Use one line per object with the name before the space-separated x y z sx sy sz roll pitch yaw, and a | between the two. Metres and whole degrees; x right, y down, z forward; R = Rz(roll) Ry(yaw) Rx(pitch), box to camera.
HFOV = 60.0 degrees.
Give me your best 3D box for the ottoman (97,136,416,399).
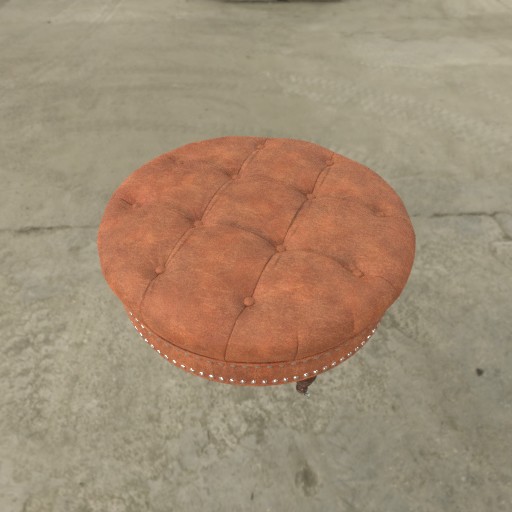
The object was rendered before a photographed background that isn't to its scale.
ottoman | 0.000 0.000 1.397 0.901 0.444 0.901 0 45 0
